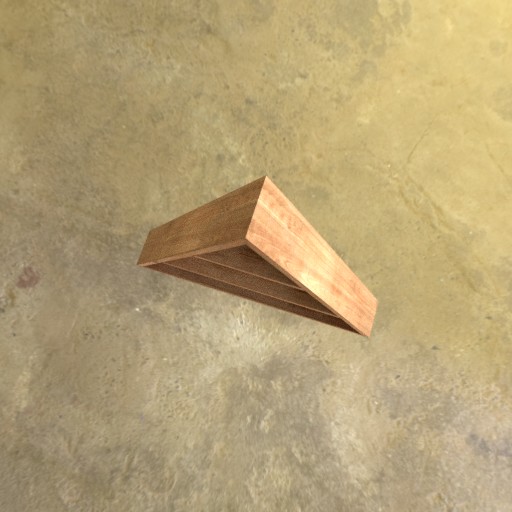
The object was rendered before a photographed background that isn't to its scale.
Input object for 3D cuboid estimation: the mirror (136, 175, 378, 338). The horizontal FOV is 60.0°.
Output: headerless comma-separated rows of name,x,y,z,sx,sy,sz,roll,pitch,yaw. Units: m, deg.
mirror,0.000,0.000,0.889,0.631,0.548,0.100,17,76,4
